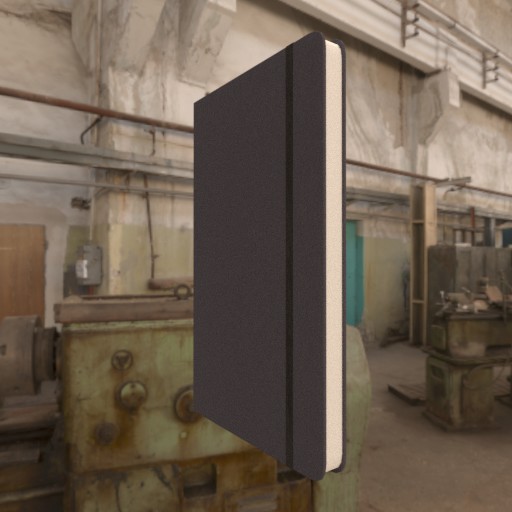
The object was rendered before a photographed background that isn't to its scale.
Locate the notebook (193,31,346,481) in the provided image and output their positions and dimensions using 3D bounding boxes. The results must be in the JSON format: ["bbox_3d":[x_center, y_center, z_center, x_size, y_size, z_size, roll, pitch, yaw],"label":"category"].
[{"bbox_3d":[0.000,0.000,0.259,0.016,0.213,0.127,0,0,-36],"label":"notebook"}]
